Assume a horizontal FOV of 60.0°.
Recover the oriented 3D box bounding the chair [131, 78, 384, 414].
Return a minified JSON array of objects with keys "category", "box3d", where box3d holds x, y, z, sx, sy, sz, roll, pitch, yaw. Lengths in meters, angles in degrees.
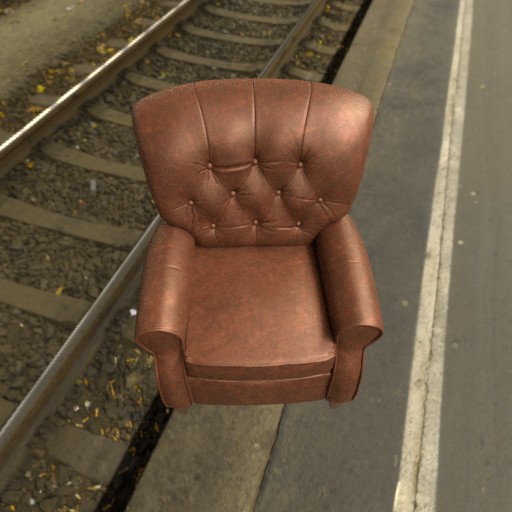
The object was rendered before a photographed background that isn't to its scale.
[{"category":"chair","box3d":[0.000,0.000,1.934,0.979,1.162,1.031,-1,48,-1]}]
